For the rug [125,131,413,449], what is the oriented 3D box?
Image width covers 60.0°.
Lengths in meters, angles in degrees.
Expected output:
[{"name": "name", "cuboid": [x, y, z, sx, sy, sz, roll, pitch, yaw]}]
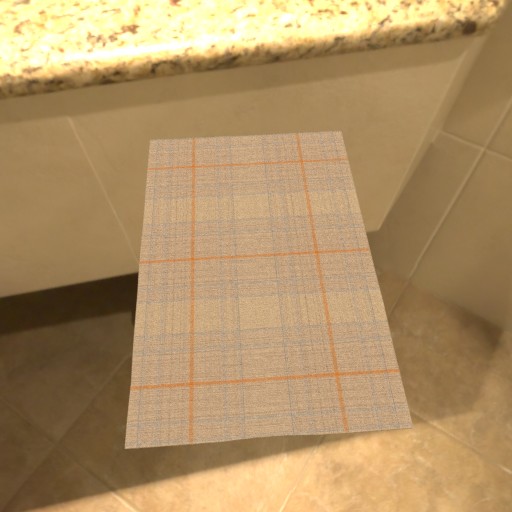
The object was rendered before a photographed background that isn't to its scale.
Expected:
[{"name": "rug", "cuboid": [0.000, 0.000, 2.357, 1.232, 0.015, 1.825, -3, 58, -2]}]
